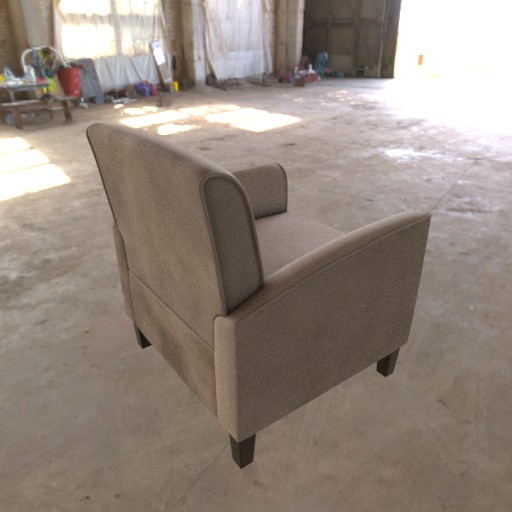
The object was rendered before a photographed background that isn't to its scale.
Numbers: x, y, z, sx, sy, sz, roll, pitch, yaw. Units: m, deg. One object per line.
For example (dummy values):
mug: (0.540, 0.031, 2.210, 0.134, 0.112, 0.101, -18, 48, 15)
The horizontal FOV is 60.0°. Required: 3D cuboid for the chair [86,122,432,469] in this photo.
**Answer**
chair: (0.000, 0.000, 1.555, 0.821, 0.915, 0.820, -18, 31, -32)
